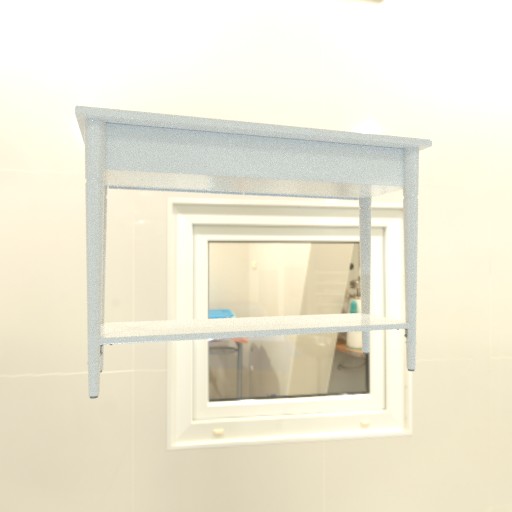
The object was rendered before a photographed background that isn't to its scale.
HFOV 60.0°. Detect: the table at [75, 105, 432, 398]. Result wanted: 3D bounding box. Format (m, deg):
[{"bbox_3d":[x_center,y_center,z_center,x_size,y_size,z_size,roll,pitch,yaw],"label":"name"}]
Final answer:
[{"bbox_3d":[0.000,0.000,1.444,1.067,0.749,0.381,0,-1,-17],"label":"table"}]
